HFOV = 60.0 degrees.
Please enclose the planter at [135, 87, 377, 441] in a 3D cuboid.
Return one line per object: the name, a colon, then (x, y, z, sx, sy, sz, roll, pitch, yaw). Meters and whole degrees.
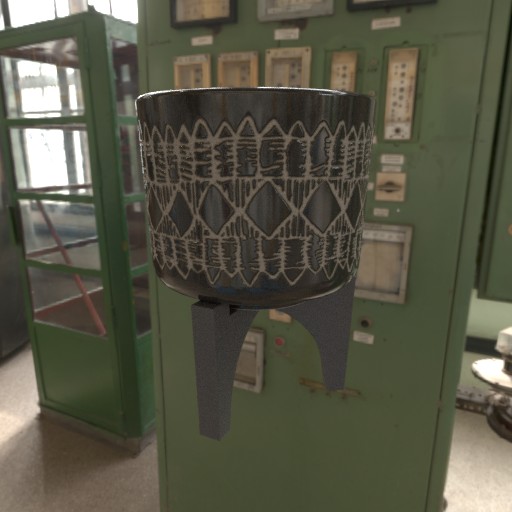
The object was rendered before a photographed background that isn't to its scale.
planter: (0.000, 0.000, 0.266, 0.129, 0.177, 0.129, 0, 15, 0)
